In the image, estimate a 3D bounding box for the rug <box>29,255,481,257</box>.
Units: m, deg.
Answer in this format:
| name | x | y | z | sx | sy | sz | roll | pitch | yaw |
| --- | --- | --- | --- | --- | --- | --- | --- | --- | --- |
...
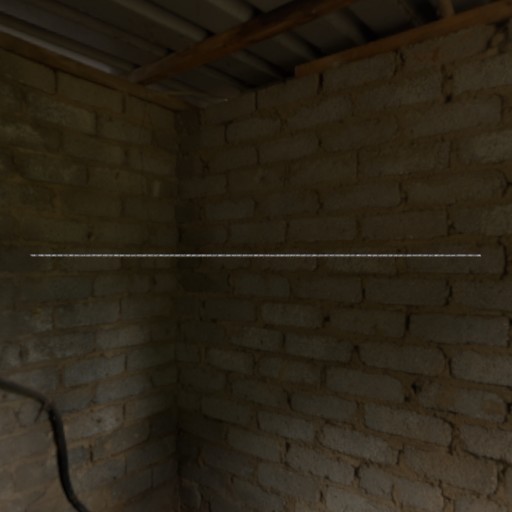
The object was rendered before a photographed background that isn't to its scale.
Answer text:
| name | x | y | z | sx | sy | sz | roll | pitch | yaw |
| --- | --- | --- | --- | --- | --- | --- | --- | --- | --- |
| rug | 0.000 | 0.000 | 2.563 | 2.286 | 0.008 | 0.686 | 0 | 0 | -1 |
